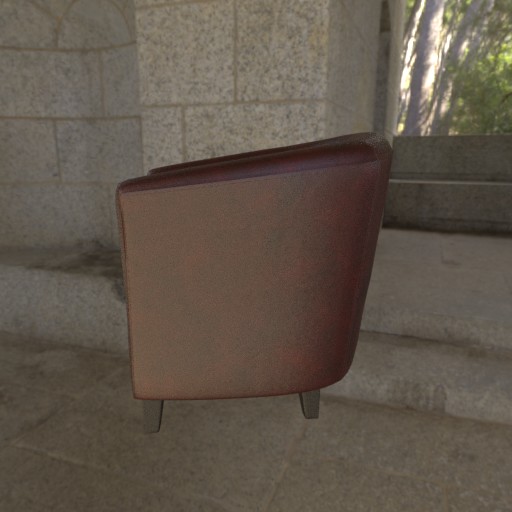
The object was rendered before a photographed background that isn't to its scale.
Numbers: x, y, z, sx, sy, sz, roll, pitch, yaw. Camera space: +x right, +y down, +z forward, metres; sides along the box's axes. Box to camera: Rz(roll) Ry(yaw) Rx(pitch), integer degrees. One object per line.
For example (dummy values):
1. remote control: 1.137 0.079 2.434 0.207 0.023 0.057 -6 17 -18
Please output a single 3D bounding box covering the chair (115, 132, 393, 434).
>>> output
1. chair: 0.000 0.000 1.402 0.727 0.756 0.792 -2 13 -8
